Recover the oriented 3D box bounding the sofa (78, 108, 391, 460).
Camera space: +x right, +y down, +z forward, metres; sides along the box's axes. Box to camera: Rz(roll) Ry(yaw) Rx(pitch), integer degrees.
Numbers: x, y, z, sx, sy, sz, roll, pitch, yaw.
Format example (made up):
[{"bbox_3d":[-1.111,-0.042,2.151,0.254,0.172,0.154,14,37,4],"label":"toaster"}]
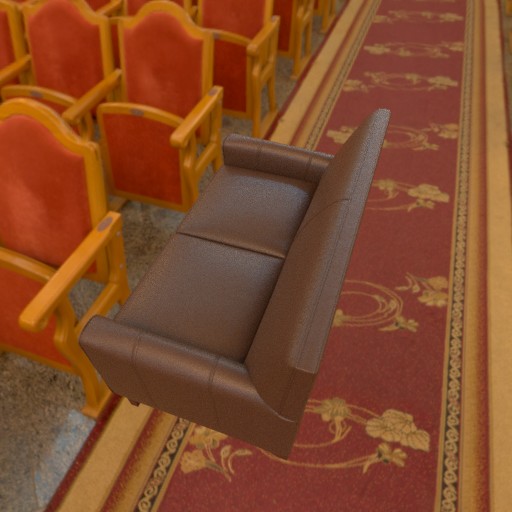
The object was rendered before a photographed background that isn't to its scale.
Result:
[{"bbox_3d":[0.000,0.000,2.022,0.853,0.859,1.468,14,48,13],"label":"sofa"}]
